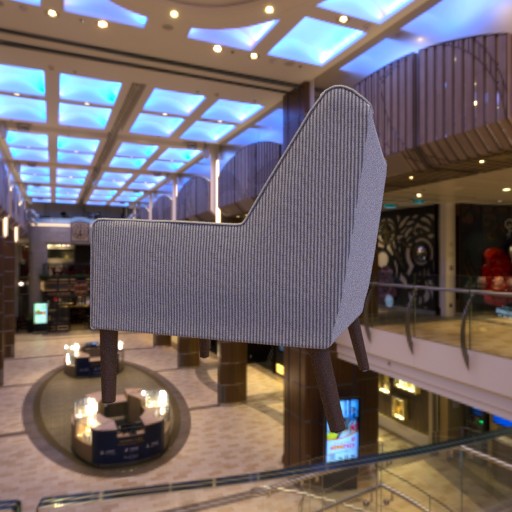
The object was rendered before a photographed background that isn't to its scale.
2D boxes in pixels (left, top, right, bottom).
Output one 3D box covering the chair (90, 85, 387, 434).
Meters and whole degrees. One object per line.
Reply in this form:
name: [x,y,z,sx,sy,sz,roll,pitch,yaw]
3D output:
chair: [0.000,0.000,1.360,0.743,0.792,0.663,0,0,19]
